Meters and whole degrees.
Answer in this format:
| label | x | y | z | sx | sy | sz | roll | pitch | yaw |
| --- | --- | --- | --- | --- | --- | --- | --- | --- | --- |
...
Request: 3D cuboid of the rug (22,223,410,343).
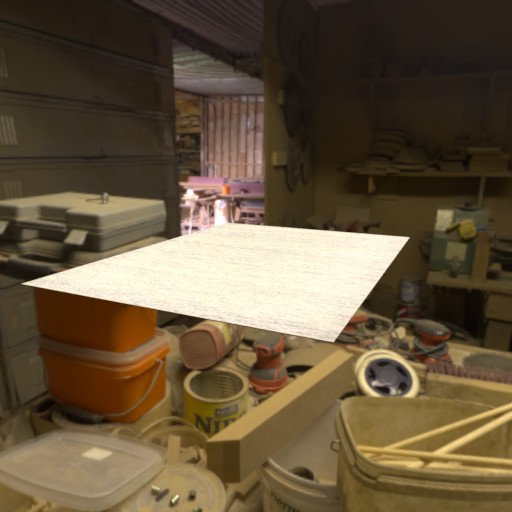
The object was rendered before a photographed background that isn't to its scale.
| label | x | y | z | sx | sy | sz | roll | pitch | yaw |
| --- | --- | --- | --- | --- | --- | --- | --- | --- | --- |
| rug | 0.000 | 0.000 | 4.268 | 2.438 | 0.006 | 3.197 | 6 | 15 | 25 |
